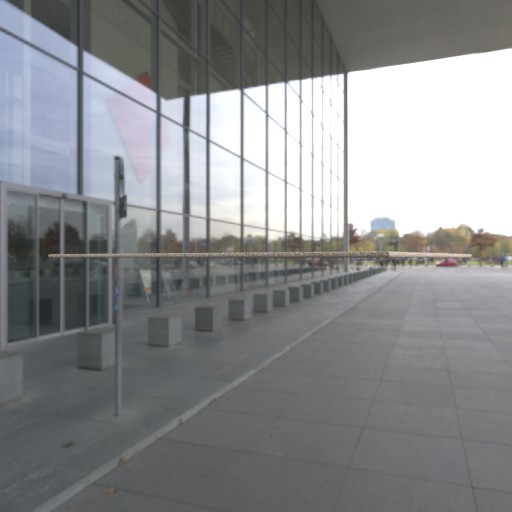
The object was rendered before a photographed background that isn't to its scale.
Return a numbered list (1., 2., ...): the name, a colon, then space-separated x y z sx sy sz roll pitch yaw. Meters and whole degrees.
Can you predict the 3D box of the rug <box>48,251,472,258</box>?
1. rug: 0.000 0.000 3.395 2.699 0.025 1.800 0 0 36
